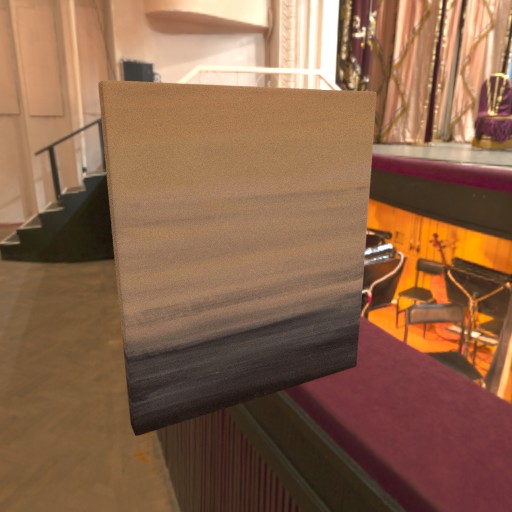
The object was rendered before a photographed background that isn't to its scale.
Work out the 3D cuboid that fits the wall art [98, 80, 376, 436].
[{"bbox_3d":[0.000,0.000,0.996,0.608,0.710,0.041,-9,19,-27],"label":"wall art"}]
